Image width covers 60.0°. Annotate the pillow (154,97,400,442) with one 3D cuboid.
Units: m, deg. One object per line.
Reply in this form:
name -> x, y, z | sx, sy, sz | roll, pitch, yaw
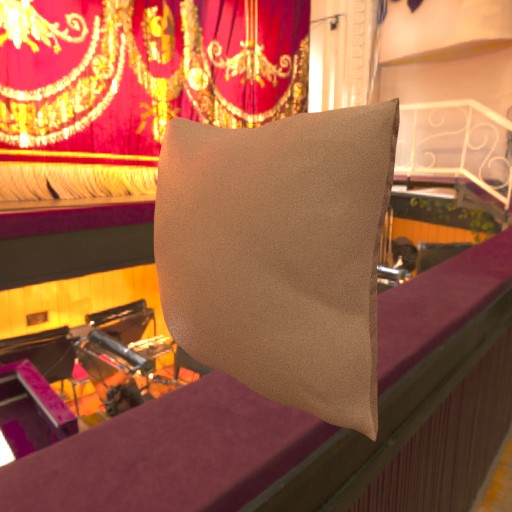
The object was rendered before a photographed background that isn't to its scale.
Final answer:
pillow -> 0.000, 0.000, 0.705 | 0.245, 0.448, 0.450 | -12, 17, -43
